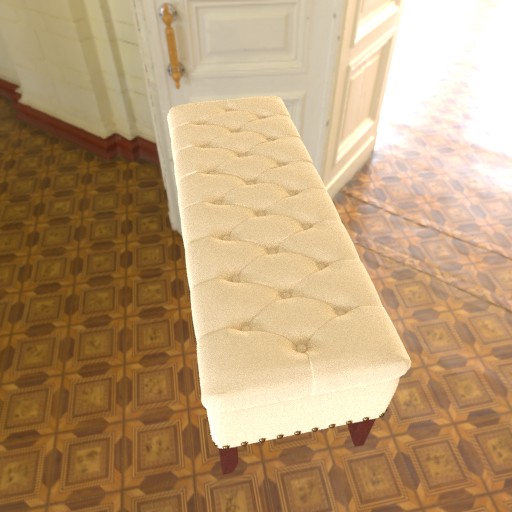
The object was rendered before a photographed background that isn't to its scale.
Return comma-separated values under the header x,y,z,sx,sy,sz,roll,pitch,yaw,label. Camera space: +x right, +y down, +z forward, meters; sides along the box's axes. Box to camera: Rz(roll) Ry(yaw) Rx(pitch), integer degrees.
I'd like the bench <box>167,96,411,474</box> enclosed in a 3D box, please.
x,y,z,sx,sy,sz,roll,pitch,yaw,label
0.000,0.000,1.294,0.400,0.470,1.054,-8,47,-8,bench
